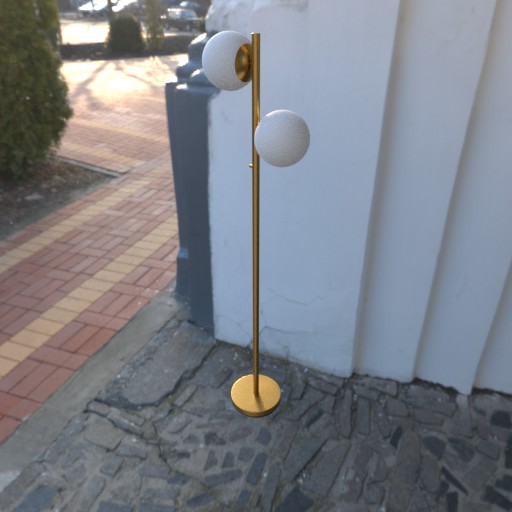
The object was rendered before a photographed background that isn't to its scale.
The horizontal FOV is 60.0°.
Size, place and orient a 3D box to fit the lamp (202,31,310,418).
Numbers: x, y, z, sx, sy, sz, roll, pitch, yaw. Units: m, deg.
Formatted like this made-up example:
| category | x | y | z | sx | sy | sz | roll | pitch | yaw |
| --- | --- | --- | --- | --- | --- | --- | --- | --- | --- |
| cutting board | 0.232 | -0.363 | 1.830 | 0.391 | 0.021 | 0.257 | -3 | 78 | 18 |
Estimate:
| category | x | y | z | sx | sy | sz | roll | pitch | yaw |
| --- | --- | --- | --- | --- | --- | --- | --- | --- | --- |
| lamp | 0.000 | 0.000 | 1.817 | 0.419 | 1.641 | 0.249 | 22 | 36 | 33 |
